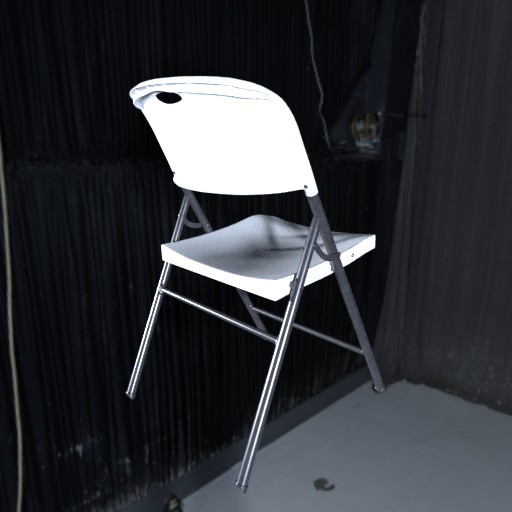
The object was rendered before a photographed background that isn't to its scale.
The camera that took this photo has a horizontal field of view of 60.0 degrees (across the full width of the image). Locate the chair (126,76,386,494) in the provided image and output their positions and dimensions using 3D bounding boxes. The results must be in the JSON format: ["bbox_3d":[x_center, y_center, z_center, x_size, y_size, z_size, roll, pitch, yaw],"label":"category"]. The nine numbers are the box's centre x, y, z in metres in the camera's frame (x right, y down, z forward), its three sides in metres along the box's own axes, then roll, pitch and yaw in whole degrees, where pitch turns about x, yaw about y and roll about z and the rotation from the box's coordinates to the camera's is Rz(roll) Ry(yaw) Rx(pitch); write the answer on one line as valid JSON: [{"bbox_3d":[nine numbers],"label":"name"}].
[{"bbox_3d":[0.000,0.000,1.142,0.566,0.810,0.494,-14,21,-42],"label":"chair"}]
